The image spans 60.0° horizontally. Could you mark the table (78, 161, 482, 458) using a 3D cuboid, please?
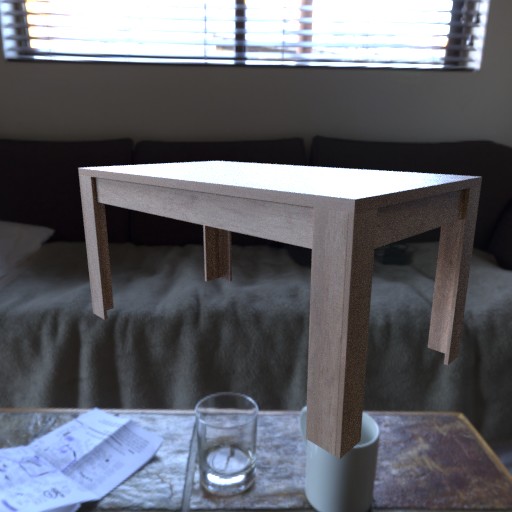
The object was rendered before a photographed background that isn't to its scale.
[{"bbox_3d":[0.000,0.000,2.071,1.600,0.775,0.900,15,21,43],"label":"table"}]
